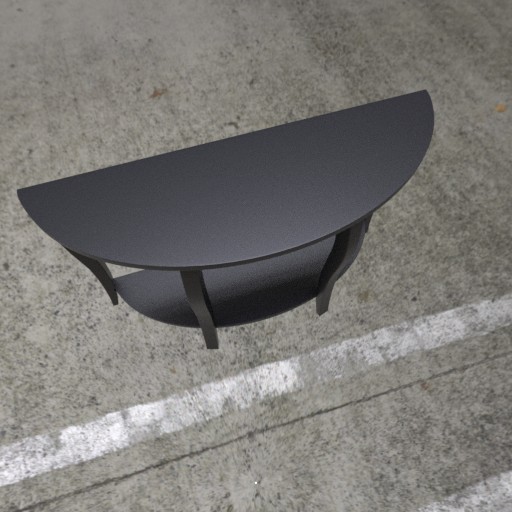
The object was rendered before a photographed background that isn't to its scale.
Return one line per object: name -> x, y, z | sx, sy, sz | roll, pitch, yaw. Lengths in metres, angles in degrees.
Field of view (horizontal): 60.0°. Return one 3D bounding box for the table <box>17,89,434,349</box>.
table -> 0.000, 0.000, 1.533 | 1.219, 0.780, 0.394 | -16, 64, -8
